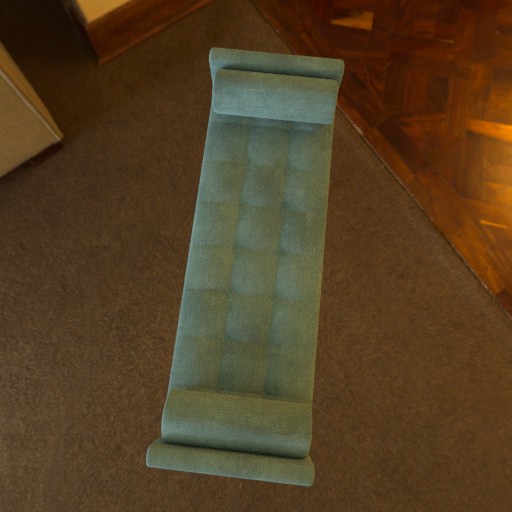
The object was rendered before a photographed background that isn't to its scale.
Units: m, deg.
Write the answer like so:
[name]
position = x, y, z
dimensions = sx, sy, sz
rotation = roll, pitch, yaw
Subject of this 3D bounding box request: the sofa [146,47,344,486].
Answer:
[sofa]
position = 0.000, 0.000, 2.295
dimensions = 0.686, 0.635, 1.981
rotation = 6, 76, 1
